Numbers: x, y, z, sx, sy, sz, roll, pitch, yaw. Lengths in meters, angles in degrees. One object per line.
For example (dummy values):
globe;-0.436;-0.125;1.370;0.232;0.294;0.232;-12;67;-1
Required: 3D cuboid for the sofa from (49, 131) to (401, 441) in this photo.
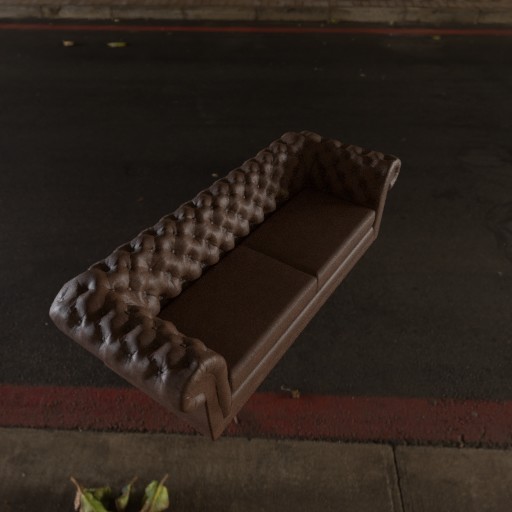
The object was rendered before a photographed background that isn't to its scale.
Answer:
sofa;0.000;0.000;2.864;0.944;0.783;2.385;24;46;26
